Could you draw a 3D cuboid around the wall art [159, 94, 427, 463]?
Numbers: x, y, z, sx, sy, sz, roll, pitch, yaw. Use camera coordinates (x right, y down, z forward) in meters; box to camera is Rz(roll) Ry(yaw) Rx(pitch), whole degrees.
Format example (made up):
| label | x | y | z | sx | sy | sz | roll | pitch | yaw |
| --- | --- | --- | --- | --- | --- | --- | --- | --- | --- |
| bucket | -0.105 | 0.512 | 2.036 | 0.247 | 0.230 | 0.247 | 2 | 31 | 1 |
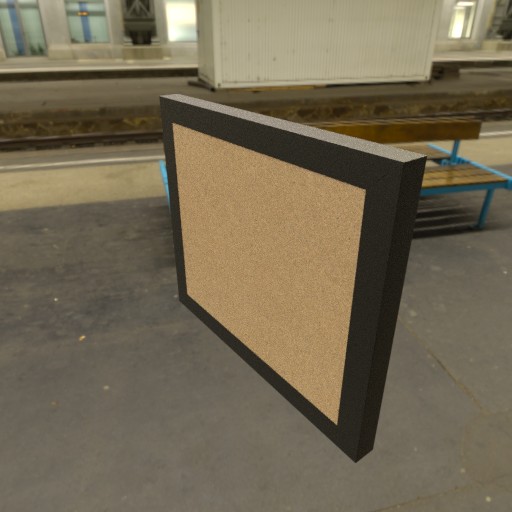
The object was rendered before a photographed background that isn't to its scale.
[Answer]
| label | x | y | z | sx | sy | sz | roll | pitch | yaw |
| --- | --- | --- | --- | --- | --- | --- | --- | --- | --- |
| wall art | 0.000 | 0.000 | 0.529 | 0.028 | 0.321 | 0.381 | -20 | 34 | -32 |
